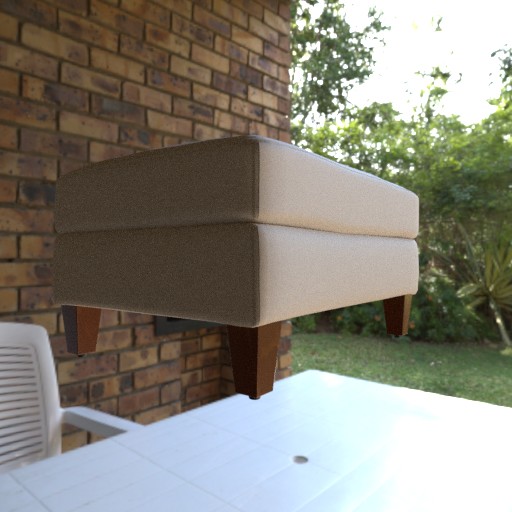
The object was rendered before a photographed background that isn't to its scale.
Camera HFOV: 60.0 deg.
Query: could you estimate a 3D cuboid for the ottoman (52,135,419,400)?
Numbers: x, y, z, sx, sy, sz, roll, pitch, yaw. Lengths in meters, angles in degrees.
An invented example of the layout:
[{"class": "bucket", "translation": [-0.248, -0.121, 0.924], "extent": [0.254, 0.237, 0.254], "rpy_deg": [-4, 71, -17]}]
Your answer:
[{"class": "ottoman", "translation": [0.000, 0.000, 1.179], "extent": [0.634, 0.479, 0.818], "rpy_deg": [0, 0, 37]}]
